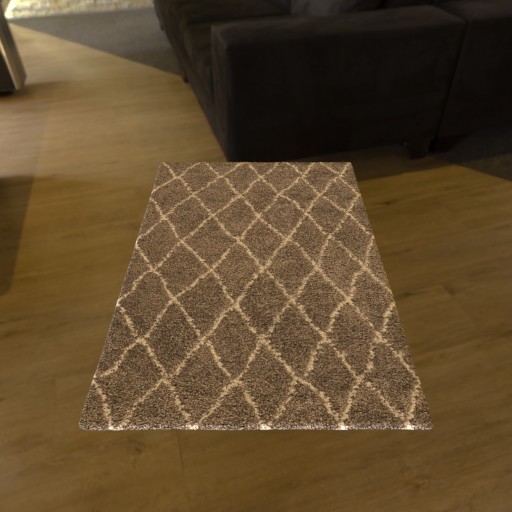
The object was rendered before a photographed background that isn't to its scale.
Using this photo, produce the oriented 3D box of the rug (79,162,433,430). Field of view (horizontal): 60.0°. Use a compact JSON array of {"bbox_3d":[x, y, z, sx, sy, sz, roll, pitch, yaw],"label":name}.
[{"bbox_3d":[0.000,0.000,2.178,1.219,0.030,1.778,0,42,0],"label":"rug"}]
